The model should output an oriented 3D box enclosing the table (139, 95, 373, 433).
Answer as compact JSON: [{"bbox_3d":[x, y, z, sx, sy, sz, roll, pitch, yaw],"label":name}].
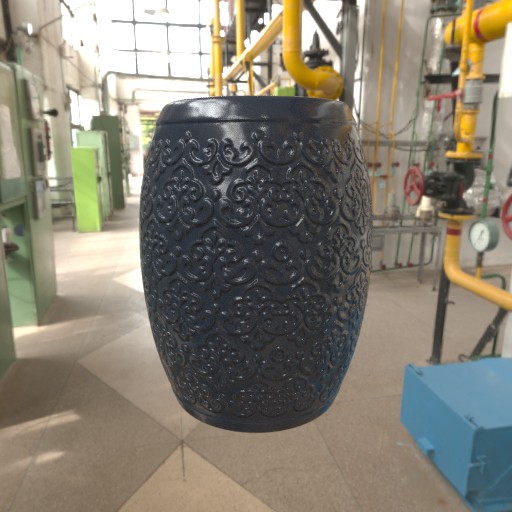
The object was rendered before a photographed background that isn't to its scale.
[{"bbox_3d":[0.000,0.000,0.611,0.309,0.397,0.309,0,14,0],"label":"table"}]
